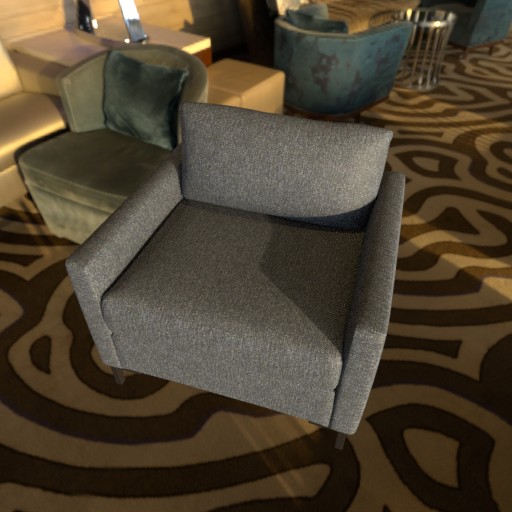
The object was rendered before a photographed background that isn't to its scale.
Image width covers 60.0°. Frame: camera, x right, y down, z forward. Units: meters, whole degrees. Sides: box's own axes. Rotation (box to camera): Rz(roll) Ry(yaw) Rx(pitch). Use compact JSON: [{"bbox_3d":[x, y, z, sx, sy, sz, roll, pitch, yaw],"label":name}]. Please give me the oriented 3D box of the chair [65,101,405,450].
[{"bbox_3d":[0.000,0.000,1.617,0.963,0.861,0.866,12,42,13],"label":"chair"}]
